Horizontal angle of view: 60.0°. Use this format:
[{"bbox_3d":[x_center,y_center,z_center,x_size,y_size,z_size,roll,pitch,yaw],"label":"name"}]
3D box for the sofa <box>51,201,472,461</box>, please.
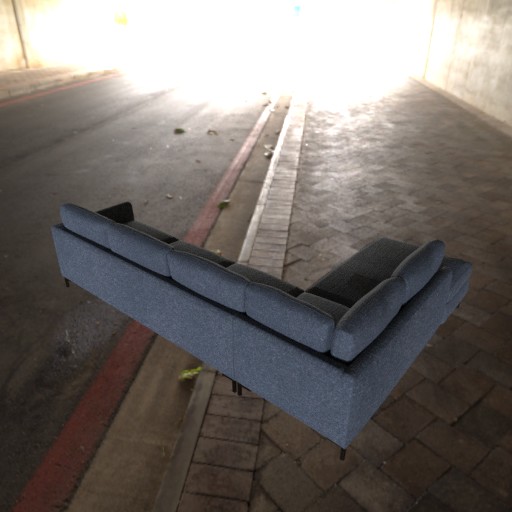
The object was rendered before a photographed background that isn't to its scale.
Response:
[{"bbox_3d":[0.000,0.000,3.725,2.949,0.815,2.007,21,34,34],"label":"sofa"}]
